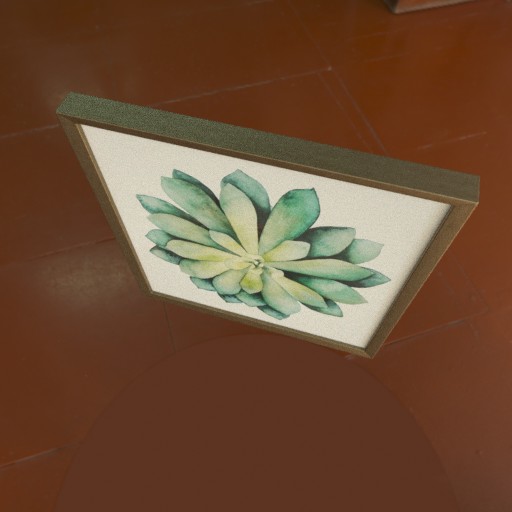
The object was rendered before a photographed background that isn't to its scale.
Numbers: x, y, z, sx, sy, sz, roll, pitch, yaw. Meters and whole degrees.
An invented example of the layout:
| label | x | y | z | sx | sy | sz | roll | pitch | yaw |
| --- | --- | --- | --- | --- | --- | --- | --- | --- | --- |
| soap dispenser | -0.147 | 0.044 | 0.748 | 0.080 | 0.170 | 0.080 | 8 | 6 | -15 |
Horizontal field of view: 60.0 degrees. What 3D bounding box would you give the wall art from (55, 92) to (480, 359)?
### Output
| label | x | y | z | sx | sy | sz | roll | pitch | yaw |
| --- | --- | --- | --- | --- | --- | --- | --- | --- | --- |
| wall art | 0.000 | 0.000 | 0.731 | 0.503 | 0.506 | 0.040 | 14 | 59 | 8 |
